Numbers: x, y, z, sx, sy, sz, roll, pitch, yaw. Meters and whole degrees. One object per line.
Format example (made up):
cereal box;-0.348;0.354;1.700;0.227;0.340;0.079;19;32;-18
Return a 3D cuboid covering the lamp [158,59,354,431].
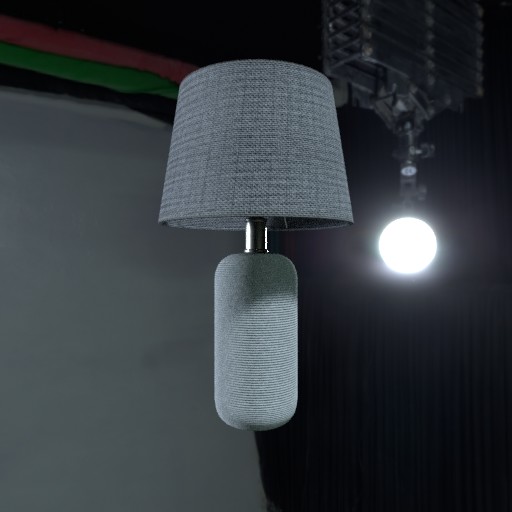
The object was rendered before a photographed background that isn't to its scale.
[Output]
lamp;0.000;0.000;0.582;0.251;0.429;0.251;0;0;0
